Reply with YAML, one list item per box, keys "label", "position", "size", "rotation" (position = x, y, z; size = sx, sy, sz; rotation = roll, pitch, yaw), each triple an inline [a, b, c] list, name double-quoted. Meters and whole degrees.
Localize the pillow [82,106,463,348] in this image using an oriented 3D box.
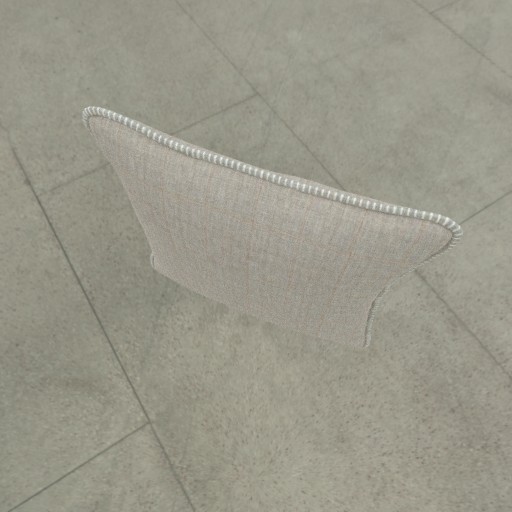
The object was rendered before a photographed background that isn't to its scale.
- label: "pillow"
  position: [0.000, 0.000, 0.724]
  size: [0.485, 0.494, 0.124]
  rotation: [20, 65, 10]
